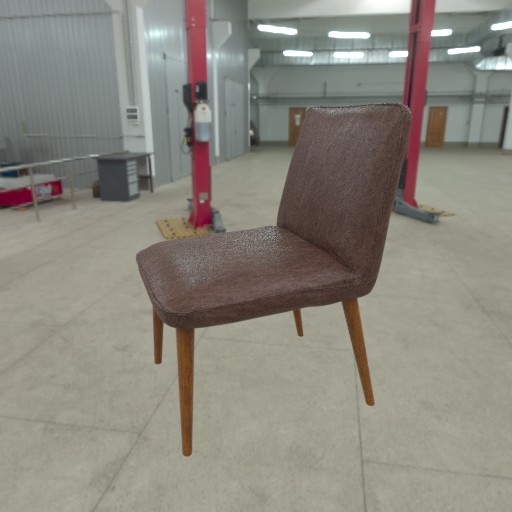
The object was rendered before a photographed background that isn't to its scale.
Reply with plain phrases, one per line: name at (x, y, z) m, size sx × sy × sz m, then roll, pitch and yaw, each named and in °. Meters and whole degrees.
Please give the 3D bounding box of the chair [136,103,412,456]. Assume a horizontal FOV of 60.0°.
chair at (0.000, 0.000, 1.234) m, size 0.645 × 0.803 × 0.543 m, roll -8°, pitch 19°, yaw -24°
